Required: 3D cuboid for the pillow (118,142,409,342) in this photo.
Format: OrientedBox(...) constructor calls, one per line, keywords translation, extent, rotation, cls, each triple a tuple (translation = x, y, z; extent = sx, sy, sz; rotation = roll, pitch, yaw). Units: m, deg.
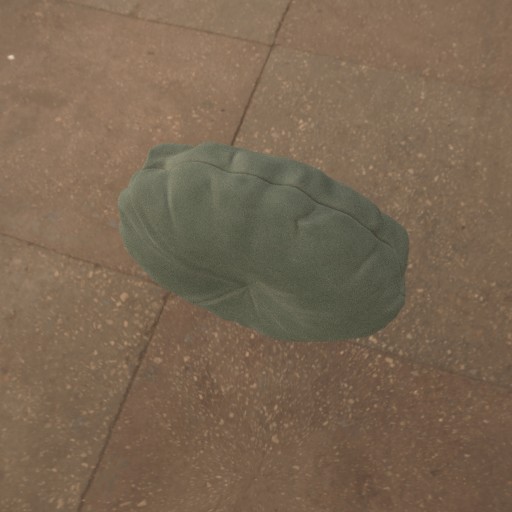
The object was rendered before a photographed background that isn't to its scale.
OrientedBox(translation=(0.000, 0.000, 0.646), extent=(0.428, 0.407, 0.148), rotation=(17, 65, 9), cls="pillow")
